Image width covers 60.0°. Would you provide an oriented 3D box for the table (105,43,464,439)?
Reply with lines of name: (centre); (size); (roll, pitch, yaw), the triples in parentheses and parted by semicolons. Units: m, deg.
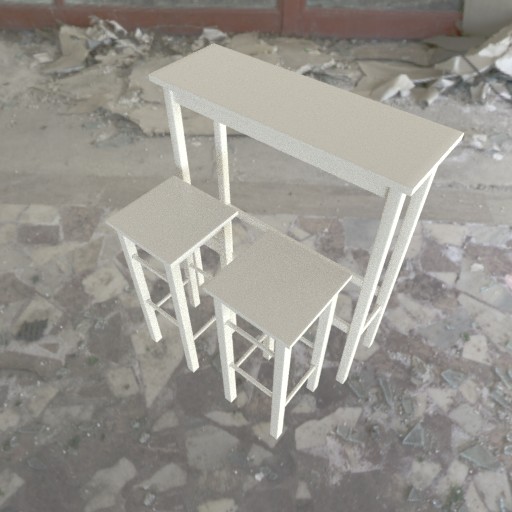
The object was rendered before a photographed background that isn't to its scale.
table: (0.000, 0.000, 1.608); (0.915, 1.065, 0.650); (31, 55, 25)
